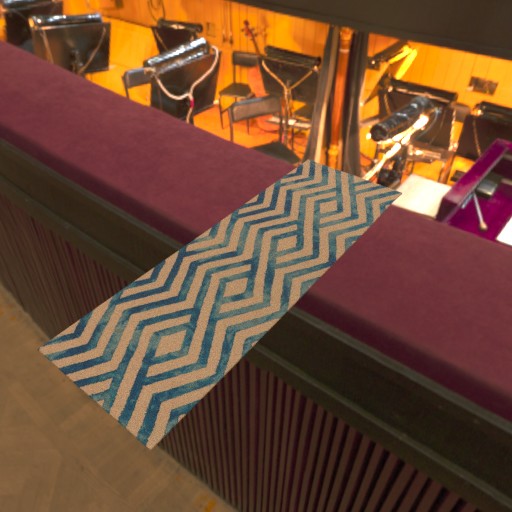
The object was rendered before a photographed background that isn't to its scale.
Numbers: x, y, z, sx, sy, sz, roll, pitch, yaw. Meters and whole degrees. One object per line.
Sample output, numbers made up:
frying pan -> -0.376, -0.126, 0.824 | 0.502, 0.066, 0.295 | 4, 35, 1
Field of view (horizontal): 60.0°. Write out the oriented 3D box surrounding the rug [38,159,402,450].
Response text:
rug -> 0.000, 0.000, 1.661 | 0.503, 0.007, 1.492 | 27, 48, 28
